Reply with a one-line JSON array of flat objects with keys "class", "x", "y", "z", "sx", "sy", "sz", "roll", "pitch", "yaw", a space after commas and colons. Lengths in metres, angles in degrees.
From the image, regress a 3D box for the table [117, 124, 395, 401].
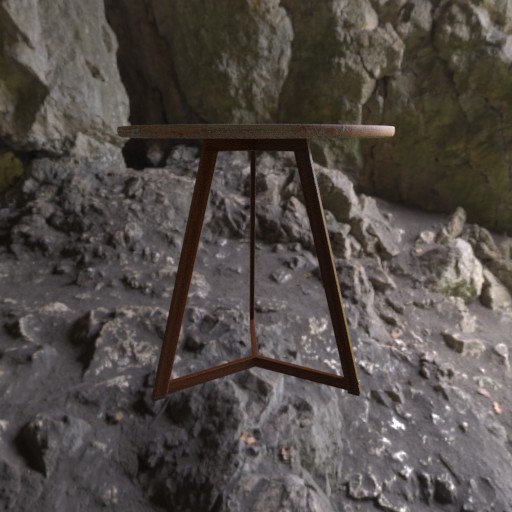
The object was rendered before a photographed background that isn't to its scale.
[{"class": "table", "x": 0.000, "y": 0.000, "z": 0.898, "sx": 0.500, "sy": 0.500, "sz": 0.500, "roll": 0, "pitch": 15, "yaw": 0}]
